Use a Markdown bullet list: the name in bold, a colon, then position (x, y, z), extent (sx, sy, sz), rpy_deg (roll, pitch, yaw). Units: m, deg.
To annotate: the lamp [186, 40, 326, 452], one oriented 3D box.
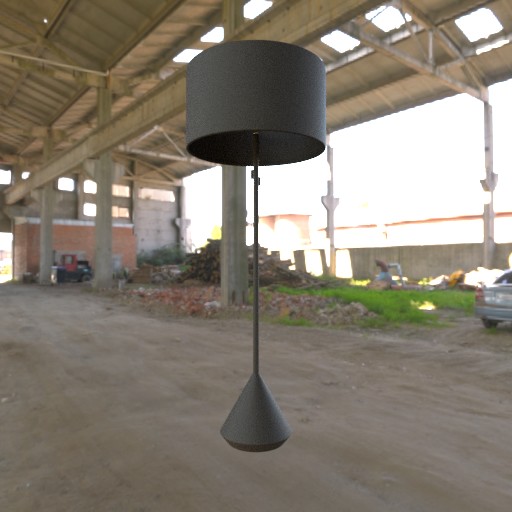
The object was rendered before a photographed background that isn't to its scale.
- **lamp**: position (0.000, 0.000, 1.845), extent (0.580, 1.526, 0.580), rpy_deg (0, -1, 18)
